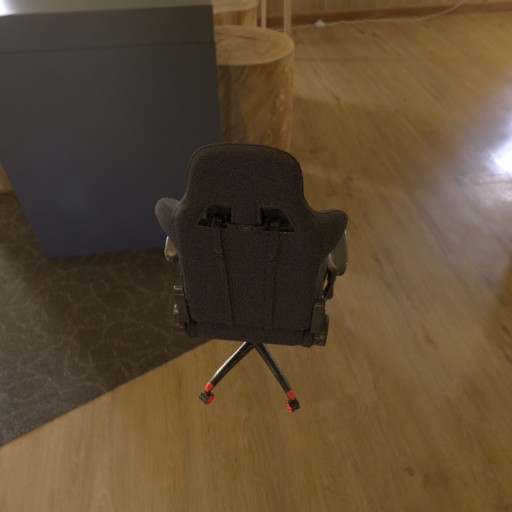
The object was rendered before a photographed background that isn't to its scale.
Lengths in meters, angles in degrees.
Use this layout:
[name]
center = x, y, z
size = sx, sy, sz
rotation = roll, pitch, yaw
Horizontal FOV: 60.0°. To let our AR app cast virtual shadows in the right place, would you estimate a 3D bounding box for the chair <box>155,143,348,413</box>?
[chair]
center = 0.000, 0.000, 1.722
size = 0.695, 1.326, 0.658
rotation = 4, 47, 4
